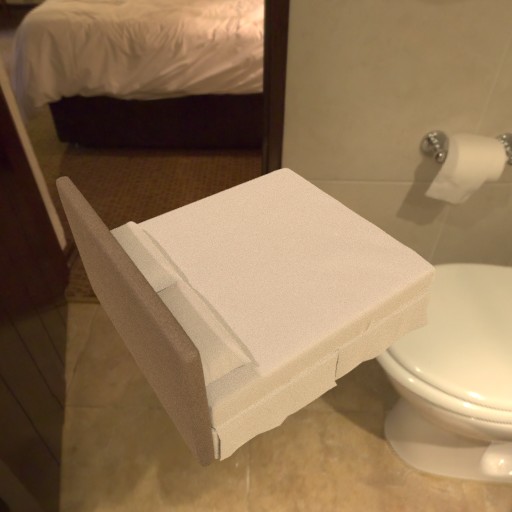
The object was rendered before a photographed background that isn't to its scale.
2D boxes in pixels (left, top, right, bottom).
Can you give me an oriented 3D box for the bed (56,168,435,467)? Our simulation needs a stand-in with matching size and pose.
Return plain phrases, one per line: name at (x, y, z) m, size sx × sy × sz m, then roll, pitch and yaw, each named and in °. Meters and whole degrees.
bed at (0.000, 0.000, 3.672) m, size 2.341 × 1.317 × 2.119 m, roll -26°, pitch 48°, yaw -26°
